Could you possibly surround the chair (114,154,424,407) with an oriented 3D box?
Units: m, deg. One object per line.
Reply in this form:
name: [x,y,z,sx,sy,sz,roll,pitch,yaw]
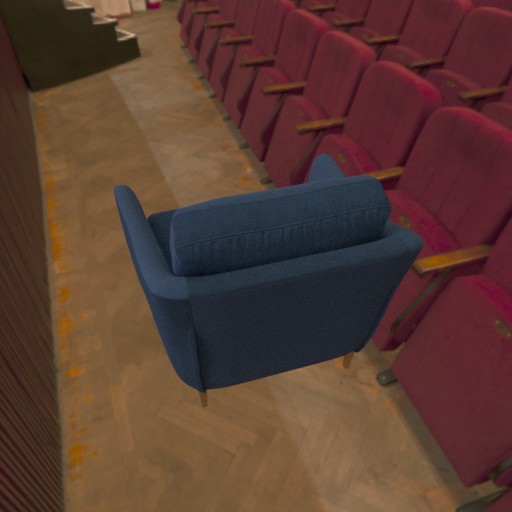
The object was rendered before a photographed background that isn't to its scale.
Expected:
chair: [0.000,0.000,1.745,0.987,0.899,0.961,-11,43,-13]
